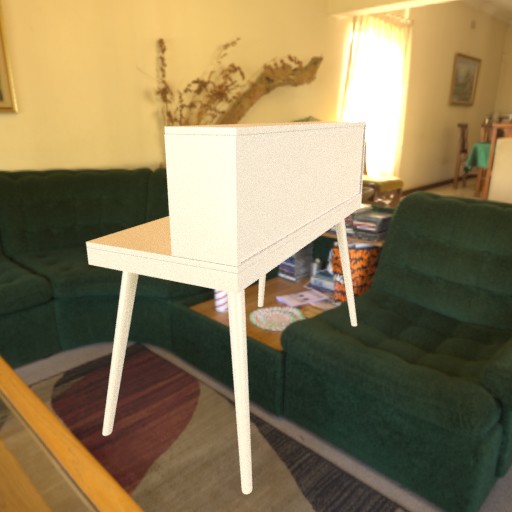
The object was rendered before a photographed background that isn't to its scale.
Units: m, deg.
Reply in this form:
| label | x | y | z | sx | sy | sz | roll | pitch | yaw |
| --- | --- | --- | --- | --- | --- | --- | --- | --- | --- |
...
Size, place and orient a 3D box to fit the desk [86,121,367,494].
| label | x | y | z | sx | sy | sz | roll | pitch | yaw |
| --- | --- | --- | --- | --- | --- | --- | --- | --- | --- |
| desk | 0.000 | 0.000 | 1.721 | 0.559 | 0.990 | 1.199 | 9 | 19 | 25 |
